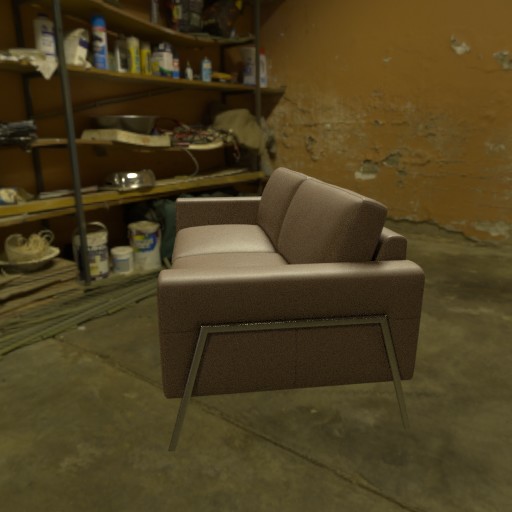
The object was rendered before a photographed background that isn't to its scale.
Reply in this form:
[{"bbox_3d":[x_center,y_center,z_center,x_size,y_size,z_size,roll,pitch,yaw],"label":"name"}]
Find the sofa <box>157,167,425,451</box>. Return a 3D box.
[{"bbox_3d":[0.000,0.000,2.500,0.953,0.875,2.017,-2,16,-8],"label":"sofa"}]
